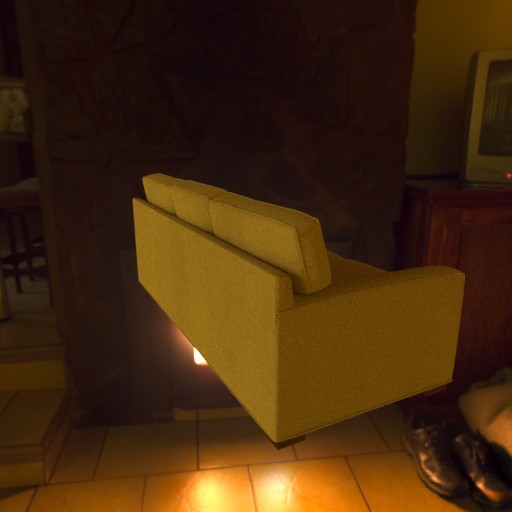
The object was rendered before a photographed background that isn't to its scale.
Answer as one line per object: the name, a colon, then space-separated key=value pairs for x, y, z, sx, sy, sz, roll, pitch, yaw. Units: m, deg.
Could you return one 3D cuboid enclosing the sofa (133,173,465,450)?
sofa: x=0.000 y=0.000 z=2.579 sx=0.936 sy=0.862 sz=2.093 roll=-8 pitch=17 yaw=-26
